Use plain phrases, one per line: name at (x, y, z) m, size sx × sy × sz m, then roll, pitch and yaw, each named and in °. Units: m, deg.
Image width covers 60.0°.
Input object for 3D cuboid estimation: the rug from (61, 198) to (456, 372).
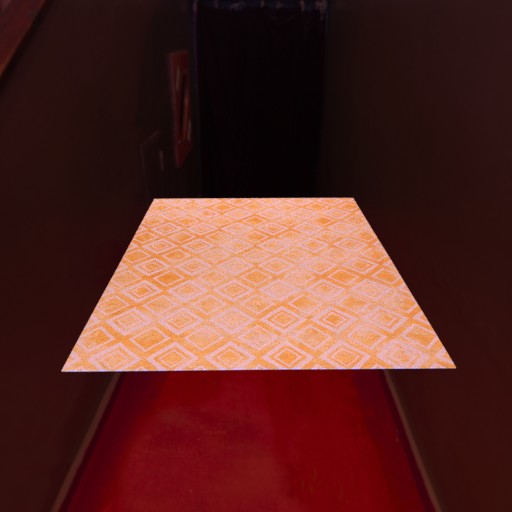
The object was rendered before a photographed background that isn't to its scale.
rug at (0.000, 0.000, 4.072) m, size 2.433 × 0.011 × 3.037 m, roll 0°, pitch 28°, yaw -1°
